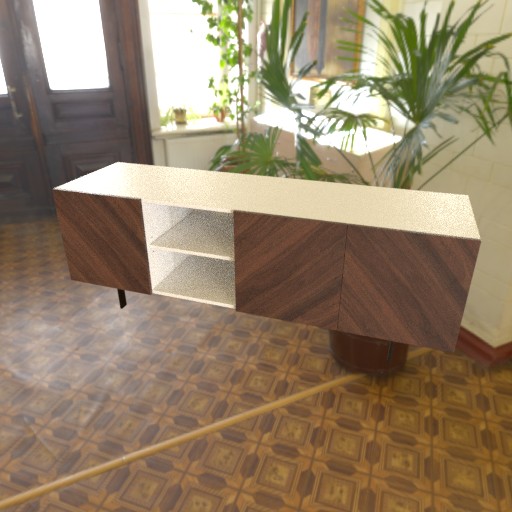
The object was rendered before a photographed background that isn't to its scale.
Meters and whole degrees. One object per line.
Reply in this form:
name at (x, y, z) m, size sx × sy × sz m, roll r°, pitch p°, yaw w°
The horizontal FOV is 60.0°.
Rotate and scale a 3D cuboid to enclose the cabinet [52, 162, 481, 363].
cabinet at (0.000, 0.000, 1.777) m, size 1.499 × 0.533 × 0.431 m, roll 9°, pitch 28°, yaw 17°
